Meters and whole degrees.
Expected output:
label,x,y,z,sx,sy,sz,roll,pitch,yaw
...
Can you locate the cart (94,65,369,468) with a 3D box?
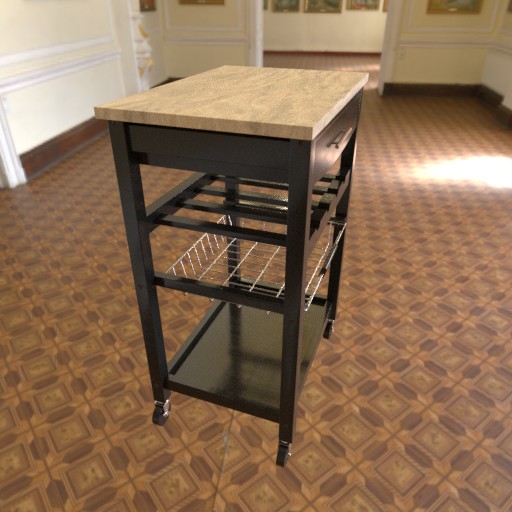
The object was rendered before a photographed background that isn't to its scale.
label,x,y,z,sx,sy,sz,roll,pitch,yaw
cart,0.000,0.000,1.162,0.403,0.839,0.584,11,32,18
